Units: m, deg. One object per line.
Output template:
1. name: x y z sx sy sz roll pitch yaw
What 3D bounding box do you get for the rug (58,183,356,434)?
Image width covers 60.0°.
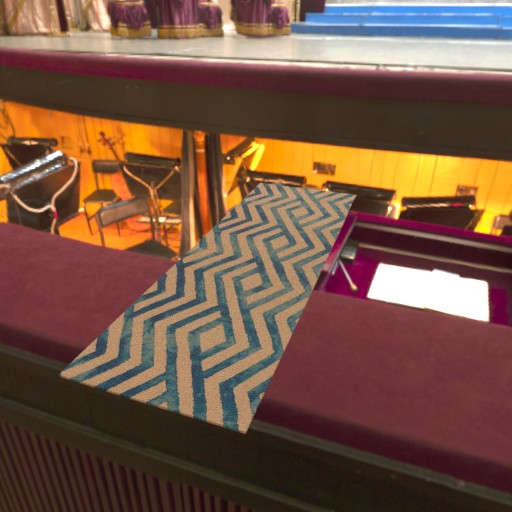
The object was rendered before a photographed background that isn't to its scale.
1. rug: 0.000 0.000 1.639 0.503 0.007 1.492 10 31 18
